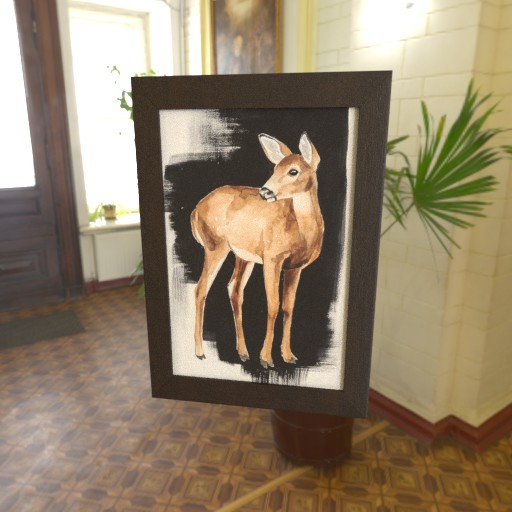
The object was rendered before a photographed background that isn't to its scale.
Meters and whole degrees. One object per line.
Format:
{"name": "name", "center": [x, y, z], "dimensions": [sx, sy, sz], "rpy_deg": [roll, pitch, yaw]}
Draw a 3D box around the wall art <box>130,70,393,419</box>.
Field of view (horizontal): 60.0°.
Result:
{"name": "wall art", "center": [0.000, 0.000, 0.671], "dimensions": [0.359, 0.513, 0.017], "rpy_deg": [2, 15, 9]}
